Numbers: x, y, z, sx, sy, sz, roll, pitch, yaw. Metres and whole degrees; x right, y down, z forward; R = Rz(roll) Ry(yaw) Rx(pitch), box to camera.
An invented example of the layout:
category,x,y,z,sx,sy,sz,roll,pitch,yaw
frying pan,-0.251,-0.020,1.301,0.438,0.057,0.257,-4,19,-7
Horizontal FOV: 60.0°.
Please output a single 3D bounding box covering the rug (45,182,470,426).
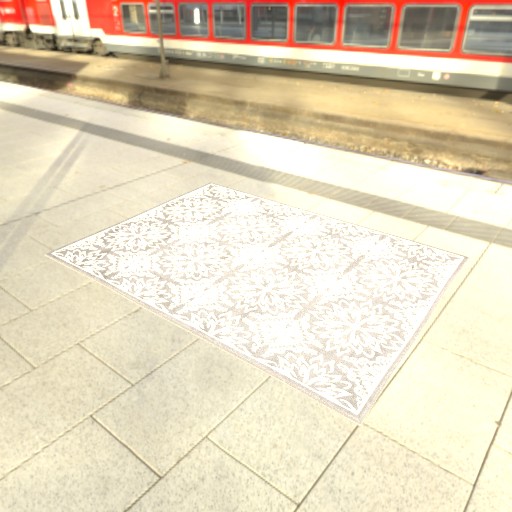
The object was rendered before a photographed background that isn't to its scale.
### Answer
category,x,y,z,sx,sy,sz,roll,pitch,yaw
rug,0.000,0.000,2.848,2.213,0.014,1.608,21,36,31
